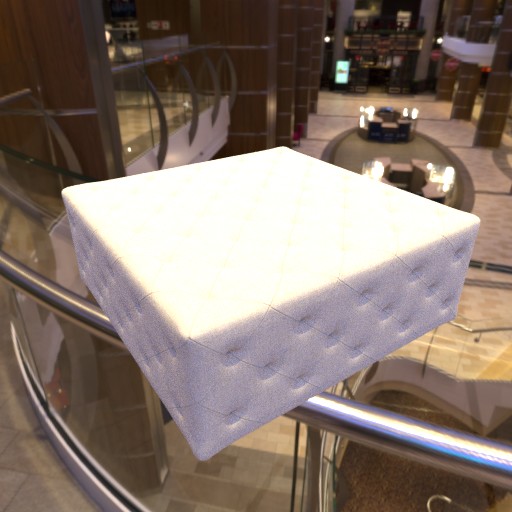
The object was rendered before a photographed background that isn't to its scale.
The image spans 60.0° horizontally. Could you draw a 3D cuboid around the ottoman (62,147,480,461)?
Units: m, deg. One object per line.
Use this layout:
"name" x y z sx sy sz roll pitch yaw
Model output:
"ottoman" 0.000 0.000 1.588 1.028 0.439 1.028 -18 34 -30
